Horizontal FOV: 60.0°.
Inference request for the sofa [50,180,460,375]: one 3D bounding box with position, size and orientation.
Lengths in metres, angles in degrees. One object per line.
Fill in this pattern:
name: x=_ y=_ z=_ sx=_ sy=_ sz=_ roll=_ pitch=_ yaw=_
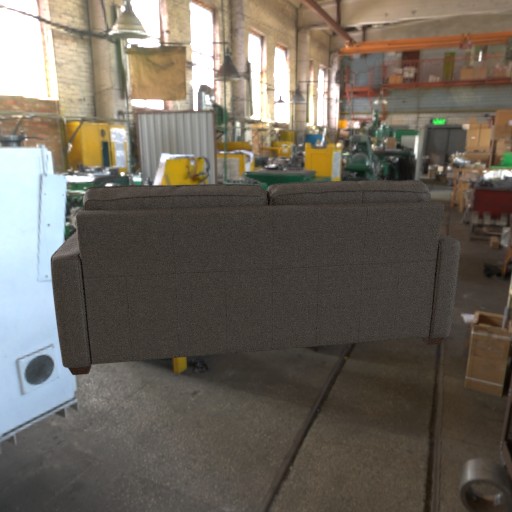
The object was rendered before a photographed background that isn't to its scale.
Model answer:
sofa: x=0.000 y=0.000 z=2.619 sx=2.080 sy=0.919 sz=0.940 roll=-3 pitch=15 yaw=-10
